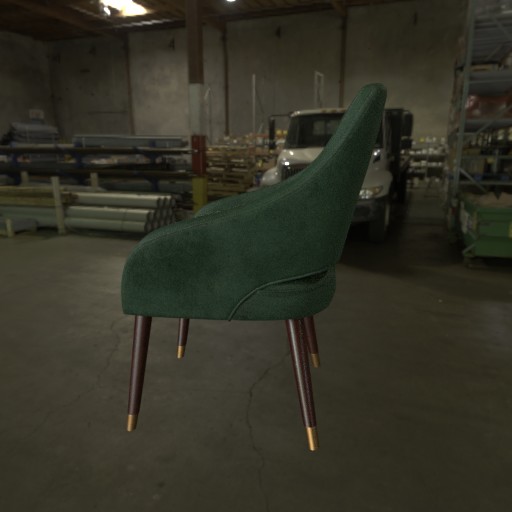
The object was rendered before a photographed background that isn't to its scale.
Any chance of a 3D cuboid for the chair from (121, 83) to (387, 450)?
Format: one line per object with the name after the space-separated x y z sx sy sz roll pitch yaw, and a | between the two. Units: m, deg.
0.000 0.000 1.543 0.794 1.081 0.683 2 14 8 | chair
